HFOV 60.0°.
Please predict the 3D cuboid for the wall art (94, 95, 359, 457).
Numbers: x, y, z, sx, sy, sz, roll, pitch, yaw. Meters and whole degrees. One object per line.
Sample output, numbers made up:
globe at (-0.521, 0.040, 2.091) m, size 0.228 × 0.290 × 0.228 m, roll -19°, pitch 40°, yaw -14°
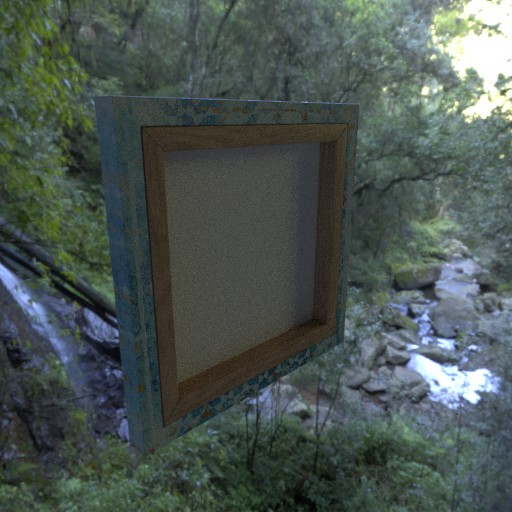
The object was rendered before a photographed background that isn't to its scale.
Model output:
wall art at (0.000, 0.000, 0.614) m, size 0.405 × 0.405 × 0.037 m, roll -16°, pitch 24°, yaw -42°
